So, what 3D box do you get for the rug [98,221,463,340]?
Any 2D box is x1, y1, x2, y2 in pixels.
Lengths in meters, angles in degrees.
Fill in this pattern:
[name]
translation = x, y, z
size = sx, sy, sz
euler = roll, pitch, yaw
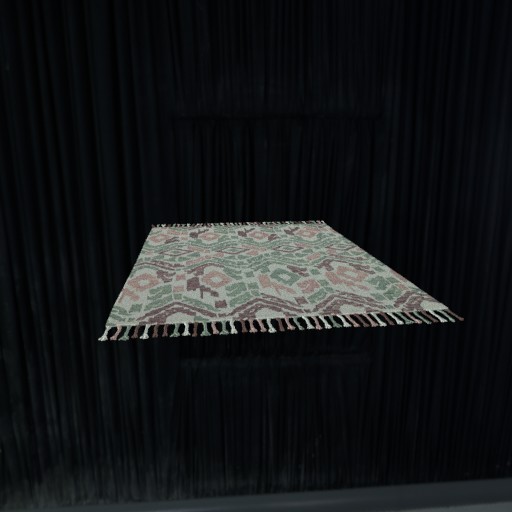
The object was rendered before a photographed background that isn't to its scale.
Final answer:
[rug]
translation = 0.000, 0.000, 2.277
size = 1.219, 0.010, 1.829
euler = -2, 15, -7
